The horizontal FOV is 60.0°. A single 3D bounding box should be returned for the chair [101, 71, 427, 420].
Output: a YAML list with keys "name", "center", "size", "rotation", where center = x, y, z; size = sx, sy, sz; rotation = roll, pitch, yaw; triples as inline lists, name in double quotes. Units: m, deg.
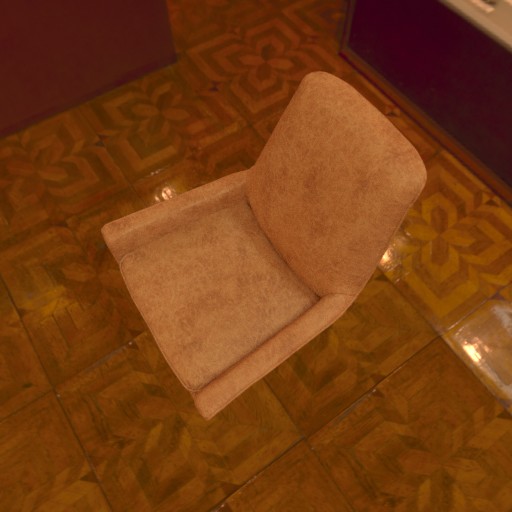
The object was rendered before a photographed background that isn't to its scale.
- name: "chair"
  center: [0.000, 0.000, 1.512]
  size: [0.851, 0.883, 0.753]
  rotation: [-30, 67, -14]
